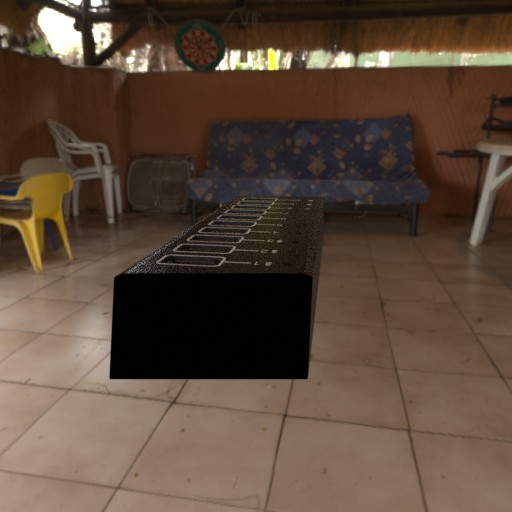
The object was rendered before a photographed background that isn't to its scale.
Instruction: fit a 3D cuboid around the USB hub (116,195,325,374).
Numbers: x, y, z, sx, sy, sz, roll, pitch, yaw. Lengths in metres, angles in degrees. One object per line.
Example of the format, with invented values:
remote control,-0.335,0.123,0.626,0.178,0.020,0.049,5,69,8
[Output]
USB hub,0.000,0.000,0.157,0.044,0.023,0.145,3,16,9
